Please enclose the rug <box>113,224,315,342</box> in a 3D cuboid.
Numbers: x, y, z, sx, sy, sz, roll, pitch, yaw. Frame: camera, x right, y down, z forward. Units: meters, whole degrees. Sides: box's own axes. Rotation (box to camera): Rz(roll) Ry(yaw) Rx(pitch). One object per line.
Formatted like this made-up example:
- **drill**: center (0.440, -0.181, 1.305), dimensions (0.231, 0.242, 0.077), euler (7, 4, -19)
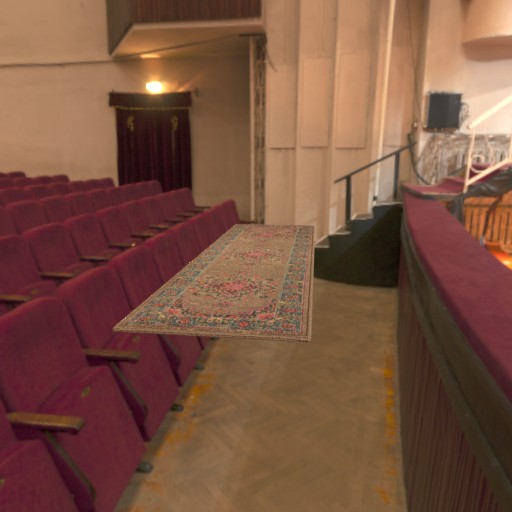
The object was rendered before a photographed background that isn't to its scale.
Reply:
- **rug**: center (0.000, 0.000, 2.537), dimensions (0.659, 0.019, 2.297), euler (2, 13, 8)
